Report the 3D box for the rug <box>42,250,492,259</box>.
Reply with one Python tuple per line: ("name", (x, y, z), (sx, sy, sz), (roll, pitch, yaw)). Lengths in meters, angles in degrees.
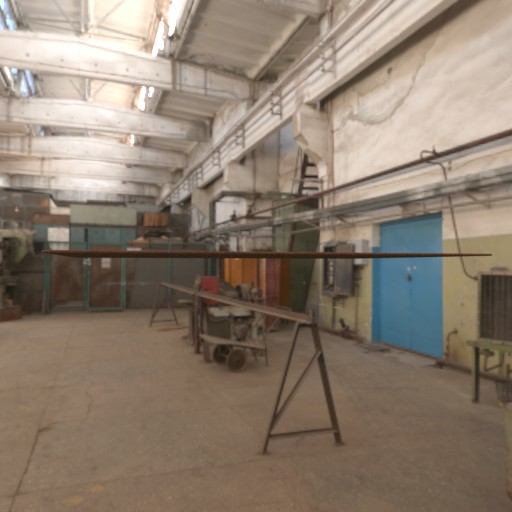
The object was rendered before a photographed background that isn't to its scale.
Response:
("rug", (0.000, 0.000, 2.280), (1.829, 0.010, 1.219), (0, -1, -17))
